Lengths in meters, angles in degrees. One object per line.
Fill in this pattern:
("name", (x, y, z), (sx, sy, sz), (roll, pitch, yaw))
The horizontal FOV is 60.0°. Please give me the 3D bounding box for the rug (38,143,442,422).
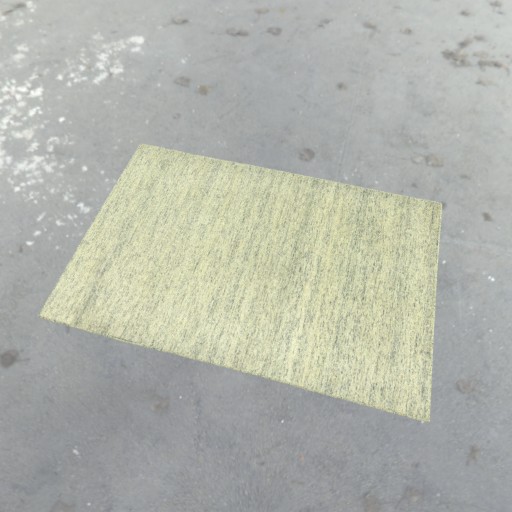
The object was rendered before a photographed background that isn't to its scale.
("rug", (0.000, 0.000, 2.318), (1.846, 0.014, 1.243), (13, 58, 8))
